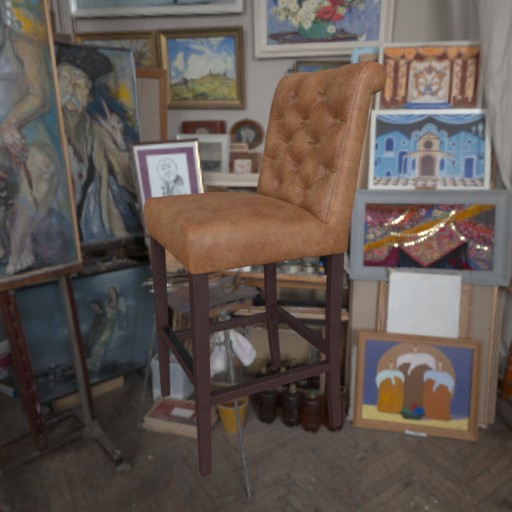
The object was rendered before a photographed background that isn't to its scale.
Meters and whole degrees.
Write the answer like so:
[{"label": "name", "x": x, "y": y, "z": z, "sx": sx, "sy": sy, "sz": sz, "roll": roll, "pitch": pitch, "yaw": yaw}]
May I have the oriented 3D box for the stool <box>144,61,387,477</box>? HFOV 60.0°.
[{"label": "stool", "x": 0.000, "y": 0.000, "z": 1.427, "sx": 0.601, "sy": 1.140, "sz": 0.493, "roll": -8, "pitch": 19, "yaw": -25}]
